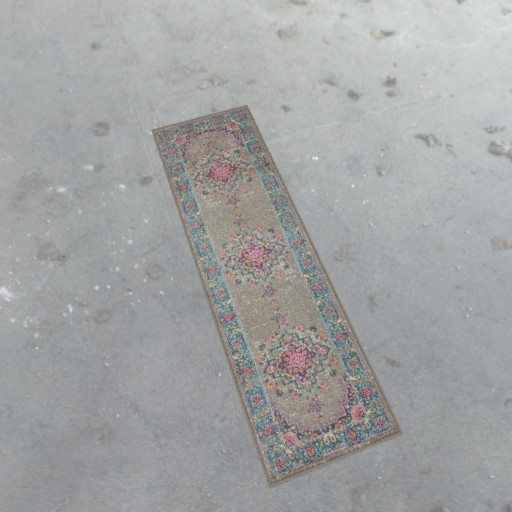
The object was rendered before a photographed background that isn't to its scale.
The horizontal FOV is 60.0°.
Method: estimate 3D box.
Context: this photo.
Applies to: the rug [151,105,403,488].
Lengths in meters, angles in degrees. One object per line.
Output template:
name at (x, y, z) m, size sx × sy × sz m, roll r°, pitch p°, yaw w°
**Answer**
rug at (0.000, 0.000, 2.046) m, size 0.553 × 0.012 × 1.827 m, roll -18°, pitch 64°, yaw -9°
